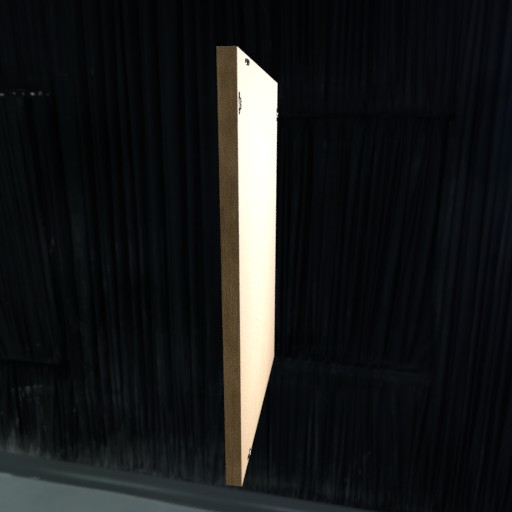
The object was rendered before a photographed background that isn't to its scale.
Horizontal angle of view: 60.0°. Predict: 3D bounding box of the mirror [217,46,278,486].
[{"bbox_3d":[0.000,0.000,1.172,0.041,0.915,0.609,2,16,9],"label":"mirror"}]
